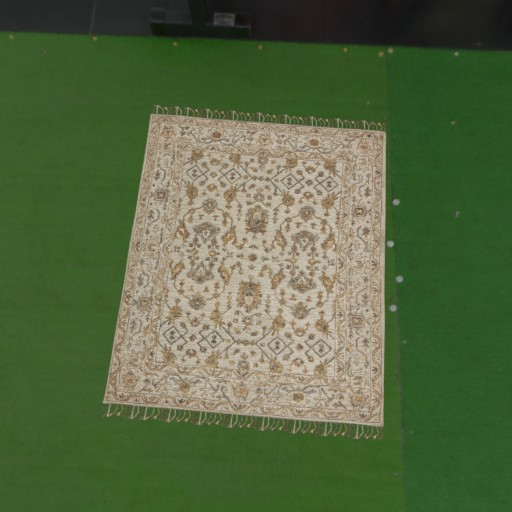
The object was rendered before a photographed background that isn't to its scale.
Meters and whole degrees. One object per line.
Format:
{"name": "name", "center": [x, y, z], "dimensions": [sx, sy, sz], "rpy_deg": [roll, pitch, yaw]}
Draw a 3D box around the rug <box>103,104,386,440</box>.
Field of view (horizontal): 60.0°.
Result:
{"name": "rug", "center": [0.000, 0.000, 4.163], "dimensions": [2.426, 0.034, 3.061], "rpy_deg": [5, 75, 1]}
